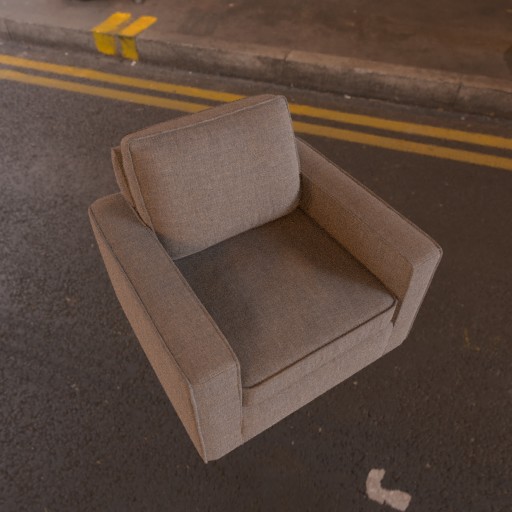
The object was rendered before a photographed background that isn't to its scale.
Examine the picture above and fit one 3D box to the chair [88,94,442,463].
[{"bbox_3d":[0.000,0.000,1.723,1.016,0.914,0.940,-24,51,-22],"label":"chair"}]
